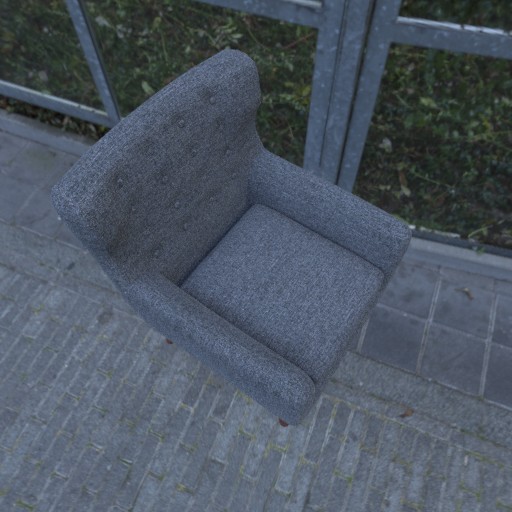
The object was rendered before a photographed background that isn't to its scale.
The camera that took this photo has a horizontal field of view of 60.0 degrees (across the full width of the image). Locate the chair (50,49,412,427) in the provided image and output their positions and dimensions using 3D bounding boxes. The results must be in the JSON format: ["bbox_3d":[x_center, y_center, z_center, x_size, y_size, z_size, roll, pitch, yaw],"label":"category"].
[{"bbox_3d":[0.000,0.000,1.726,0.940,1.039,0.889,31,63,18],"label":"chair"}]
